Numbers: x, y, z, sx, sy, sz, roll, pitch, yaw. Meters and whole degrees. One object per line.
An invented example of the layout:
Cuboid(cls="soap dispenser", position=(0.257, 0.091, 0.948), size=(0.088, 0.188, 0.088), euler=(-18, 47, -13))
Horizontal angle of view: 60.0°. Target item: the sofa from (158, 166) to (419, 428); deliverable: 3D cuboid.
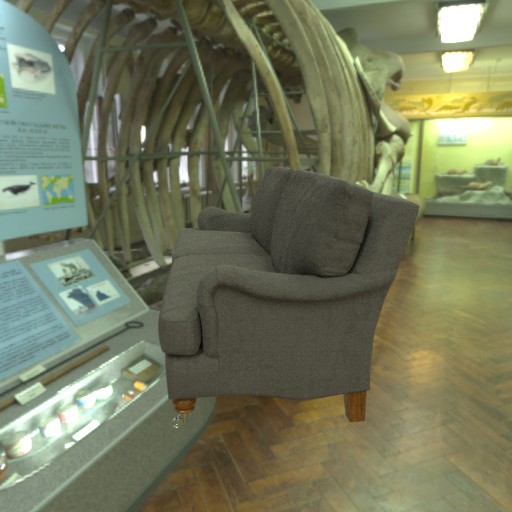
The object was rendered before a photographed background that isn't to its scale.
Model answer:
Cuboid(cls="sofa", position=(0.000, 0.000, 2.832), size=(1.086, 1.087, 2.165), euler=(-2, 13, -7))
